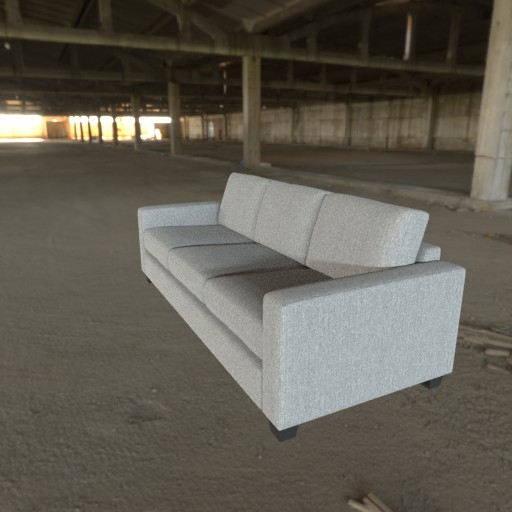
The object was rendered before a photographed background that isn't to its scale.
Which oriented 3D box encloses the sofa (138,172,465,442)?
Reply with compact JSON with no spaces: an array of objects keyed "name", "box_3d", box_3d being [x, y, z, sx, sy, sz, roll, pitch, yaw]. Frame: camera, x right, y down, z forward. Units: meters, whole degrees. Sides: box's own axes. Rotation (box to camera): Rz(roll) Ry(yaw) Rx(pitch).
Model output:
[{"name":"sofa","box_3d":[0.000,0.000,2.575,0.900,0.800,2.120,-8,18,-26]}]
